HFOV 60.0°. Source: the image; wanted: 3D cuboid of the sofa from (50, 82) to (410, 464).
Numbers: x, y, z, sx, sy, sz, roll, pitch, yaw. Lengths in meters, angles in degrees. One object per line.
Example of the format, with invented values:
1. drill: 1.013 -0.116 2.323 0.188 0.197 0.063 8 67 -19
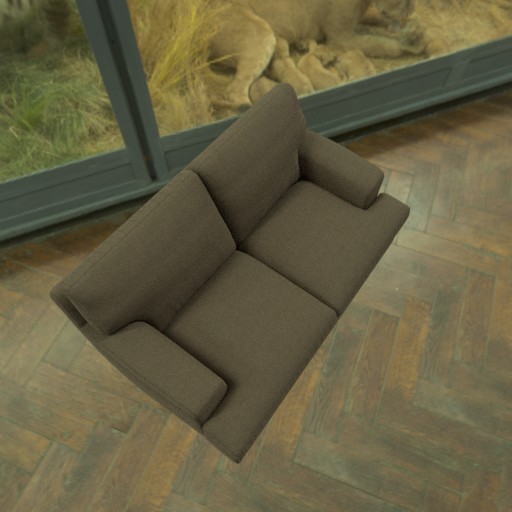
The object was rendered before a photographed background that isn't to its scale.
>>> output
1. sofa: 0.000 0.000 2.541 1.140 0.950 1.869 32 64 18
